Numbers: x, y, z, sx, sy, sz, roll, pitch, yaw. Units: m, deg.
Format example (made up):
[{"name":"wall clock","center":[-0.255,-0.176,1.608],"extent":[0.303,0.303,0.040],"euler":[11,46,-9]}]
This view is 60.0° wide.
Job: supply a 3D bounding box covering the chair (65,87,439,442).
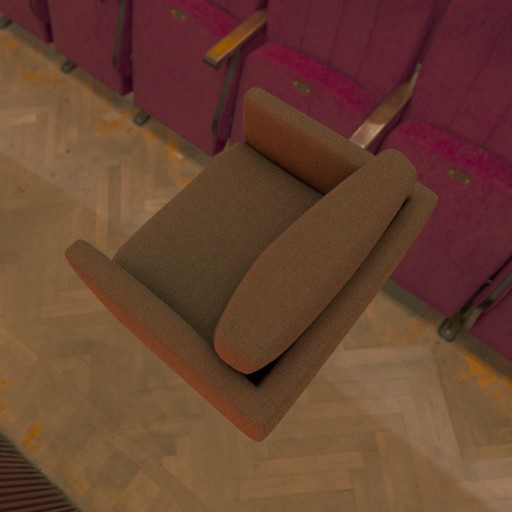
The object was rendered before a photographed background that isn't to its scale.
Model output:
[{"name":"chair","center":[0.000,0.000,1.862],"extent":[0.959,0.963,1.107],"euler":[37,69,16]}]
